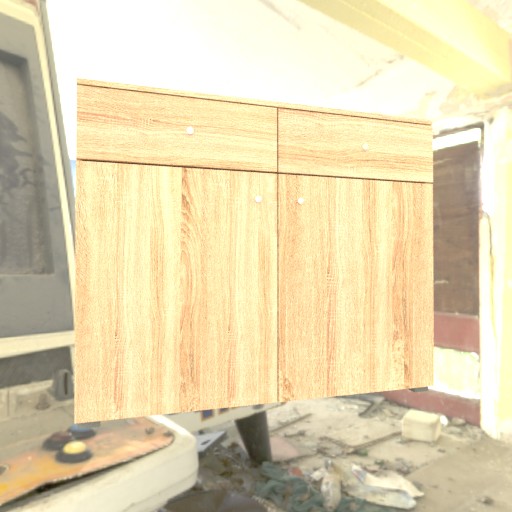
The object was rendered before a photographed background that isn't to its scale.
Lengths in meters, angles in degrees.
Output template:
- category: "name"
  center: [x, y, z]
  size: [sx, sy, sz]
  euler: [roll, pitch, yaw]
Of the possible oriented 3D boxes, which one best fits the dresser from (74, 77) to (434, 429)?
- category: "dresser"
  center: [0.000, 0.000, 1.492]
  size: [1.100, 0.900, 0.450]
  euler: [0, -1, -18]
